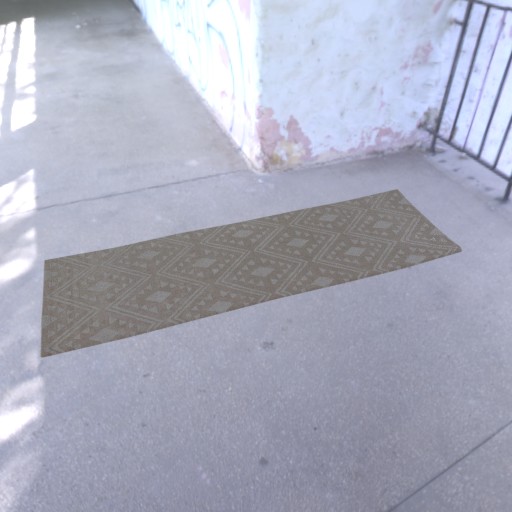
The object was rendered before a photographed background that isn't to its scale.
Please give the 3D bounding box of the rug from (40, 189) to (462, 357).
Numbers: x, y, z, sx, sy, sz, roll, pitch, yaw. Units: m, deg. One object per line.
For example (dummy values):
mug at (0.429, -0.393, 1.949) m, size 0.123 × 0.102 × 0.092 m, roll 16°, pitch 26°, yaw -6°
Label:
rug at (0.000, 0.000, 2.707) m, size 2.452 × 0.051 × 0.752 m, roll -12°, pitch 42°, yaw -14°
